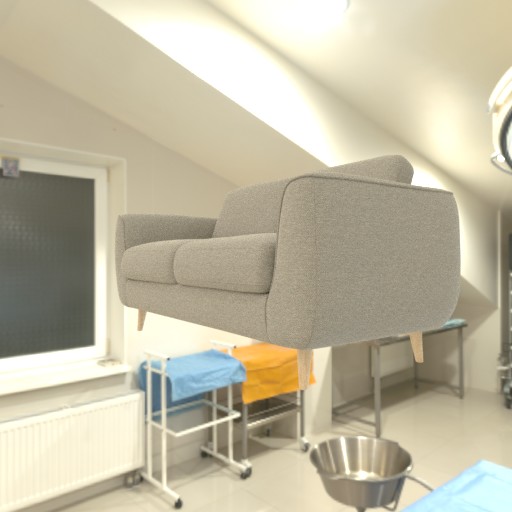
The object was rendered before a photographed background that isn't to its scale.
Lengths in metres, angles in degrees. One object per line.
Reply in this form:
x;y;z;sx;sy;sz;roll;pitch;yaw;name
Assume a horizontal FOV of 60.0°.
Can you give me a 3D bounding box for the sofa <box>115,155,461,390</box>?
0.000;0.000;2.155;0.920;0.850;1.700;0;0;-36;sofa
